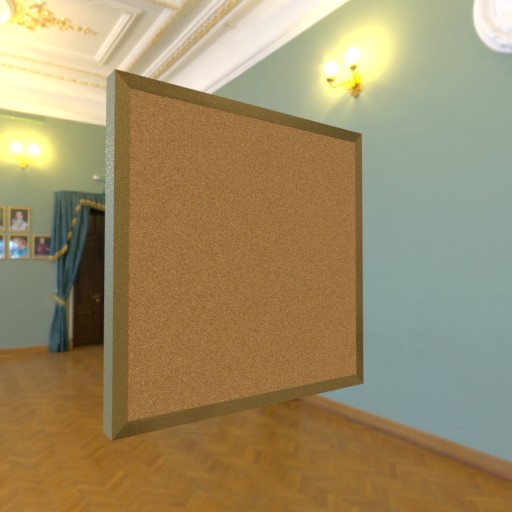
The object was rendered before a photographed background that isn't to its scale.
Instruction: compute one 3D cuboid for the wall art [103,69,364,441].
[{"bbox_3d":[0.000,0.000,0.769,0.507,0.508,0.038,1,-2,-36],"label":"wall art"}]
